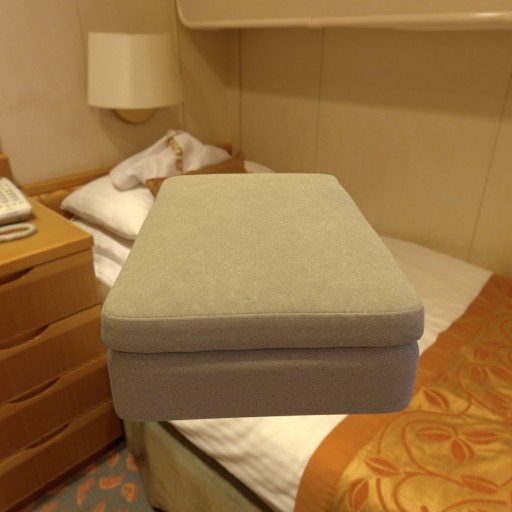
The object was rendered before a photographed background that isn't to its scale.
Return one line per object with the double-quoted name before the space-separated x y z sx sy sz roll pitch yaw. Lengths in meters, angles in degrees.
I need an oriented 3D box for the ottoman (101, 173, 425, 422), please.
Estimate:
"ottoman" 0.000 0.000 1.649 0.840 0.429 1.199 -1 26 -2
